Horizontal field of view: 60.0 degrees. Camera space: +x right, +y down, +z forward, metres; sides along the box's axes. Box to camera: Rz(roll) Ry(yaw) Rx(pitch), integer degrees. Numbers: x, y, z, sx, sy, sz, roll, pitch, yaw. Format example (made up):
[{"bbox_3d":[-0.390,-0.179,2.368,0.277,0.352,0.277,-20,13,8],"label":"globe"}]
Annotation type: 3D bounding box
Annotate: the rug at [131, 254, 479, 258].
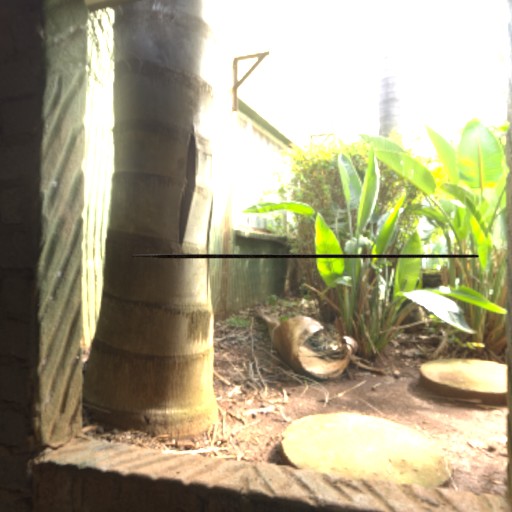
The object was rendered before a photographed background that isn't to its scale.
[{"bbox_3d":[0.000,0.000,2.255,1.158,0.013,1.752,0,0,-18],"label":"rug"}]
